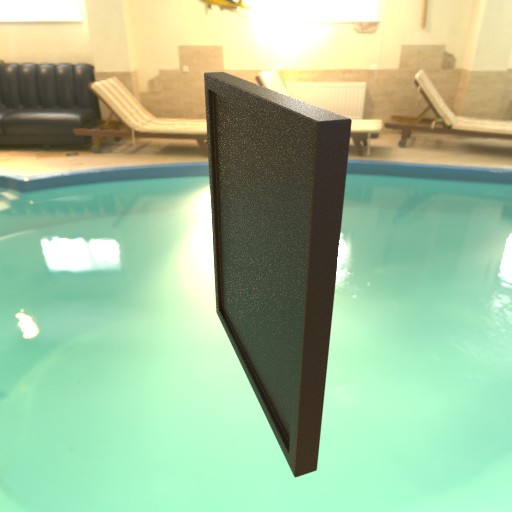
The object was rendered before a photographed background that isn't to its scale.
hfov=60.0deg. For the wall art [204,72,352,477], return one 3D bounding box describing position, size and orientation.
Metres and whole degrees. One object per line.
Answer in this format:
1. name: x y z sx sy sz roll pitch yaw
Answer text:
1. wall art: 0.000 0.000 0.535 0.028 0.381 0.328 -10 30 -17
